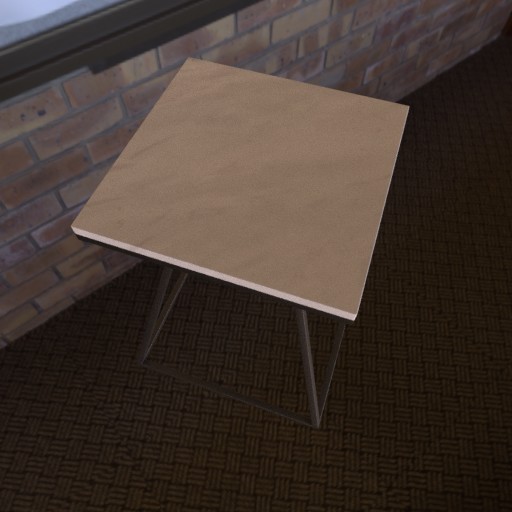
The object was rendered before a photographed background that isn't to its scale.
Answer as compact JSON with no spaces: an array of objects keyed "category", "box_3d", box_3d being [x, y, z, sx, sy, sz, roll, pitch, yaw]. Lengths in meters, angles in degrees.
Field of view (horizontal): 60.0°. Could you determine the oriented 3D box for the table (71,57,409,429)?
[{"category":"table","box_3d":[0.000,0.000,0.918,0.455,0.559,0.455,17,60,10]}]
